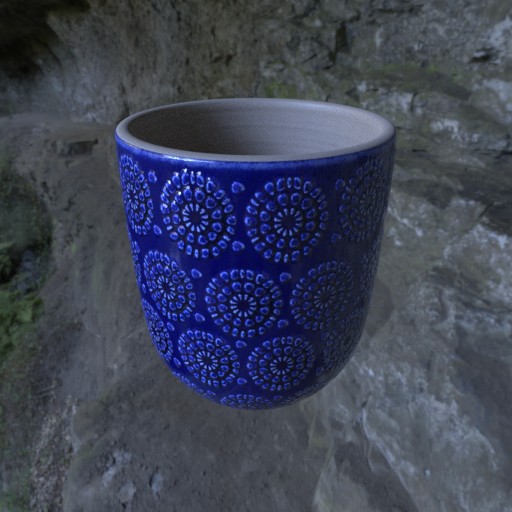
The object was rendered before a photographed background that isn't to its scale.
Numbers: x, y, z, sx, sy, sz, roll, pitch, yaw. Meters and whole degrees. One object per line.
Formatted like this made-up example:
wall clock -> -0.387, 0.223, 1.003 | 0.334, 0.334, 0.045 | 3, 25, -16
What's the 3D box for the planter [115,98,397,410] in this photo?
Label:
planter -> 0.000, 0.000, 0.344 | 0.184, 0.206, 0.184 | 0, 29, 0
